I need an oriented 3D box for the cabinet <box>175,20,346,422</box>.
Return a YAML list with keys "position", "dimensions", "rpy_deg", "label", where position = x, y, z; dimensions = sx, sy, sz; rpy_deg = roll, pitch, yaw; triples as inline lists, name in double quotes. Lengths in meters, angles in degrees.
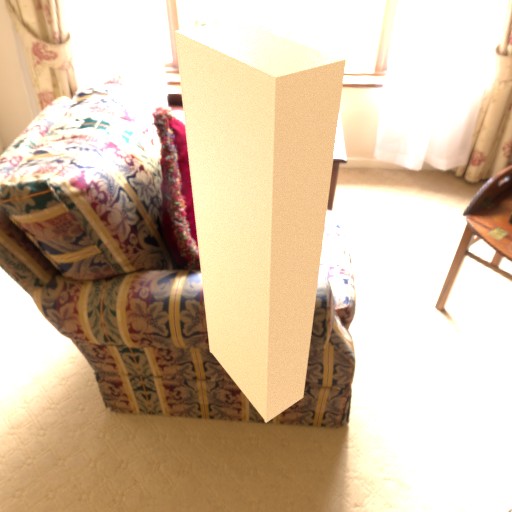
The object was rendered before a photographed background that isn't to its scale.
- position: [0.000, 0.000, 1.820]
  dimensions: [0.255, 1.630, 0.520]
  rpy_deg: [-25, 47, -26]
  label: "cabinet"
